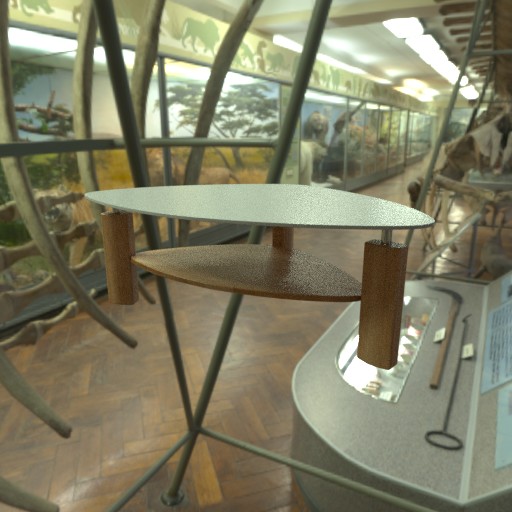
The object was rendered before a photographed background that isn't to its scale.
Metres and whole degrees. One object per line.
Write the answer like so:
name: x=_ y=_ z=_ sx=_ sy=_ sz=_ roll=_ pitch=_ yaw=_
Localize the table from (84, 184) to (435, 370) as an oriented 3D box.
table: x=0.000 y=0.000 z=1.648 sx=1.250 sy=0.440 sz=0.850 roll=8 pitch=18 yaw=27
